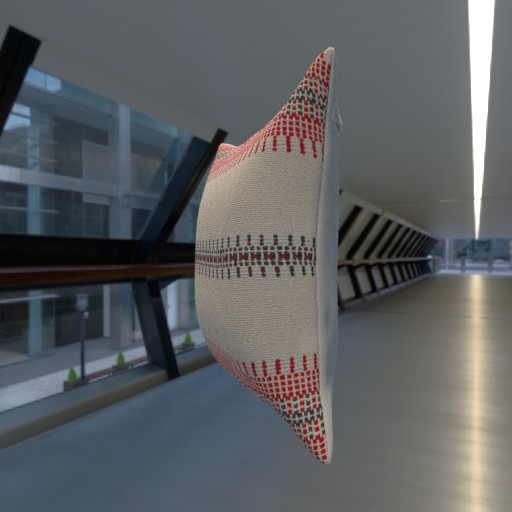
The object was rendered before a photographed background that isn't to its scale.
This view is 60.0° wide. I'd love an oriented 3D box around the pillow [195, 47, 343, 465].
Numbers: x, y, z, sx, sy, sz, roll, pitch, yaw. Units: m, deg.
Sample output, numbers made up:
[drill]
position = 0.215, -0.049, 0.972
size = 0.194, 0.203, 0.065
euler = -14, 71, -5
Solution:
[pillow]
position = 0.000, 0.000, 0.693
size = 0.160, 0.454, 0.463
euler = 0, 1, -19
